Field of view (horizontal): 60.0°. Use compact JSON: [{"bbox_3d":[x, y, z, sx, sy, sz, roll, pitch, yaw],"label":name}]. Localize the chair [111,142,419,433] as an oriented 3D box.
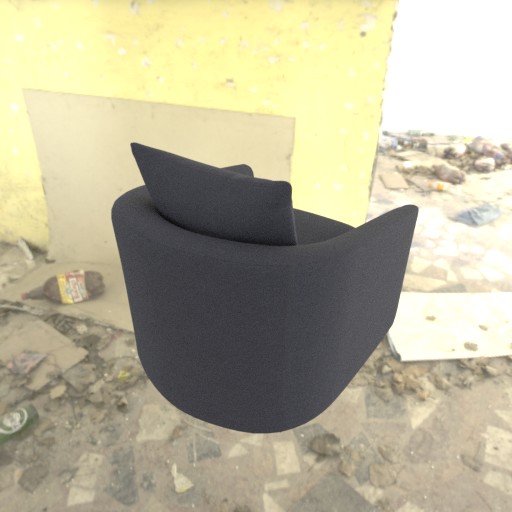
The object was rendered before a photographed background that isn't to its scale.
[{"bbox_3d":[0.000,0.000,1.595,0.845,0.848,0.910,20,36,31],"label":"chair"}]
